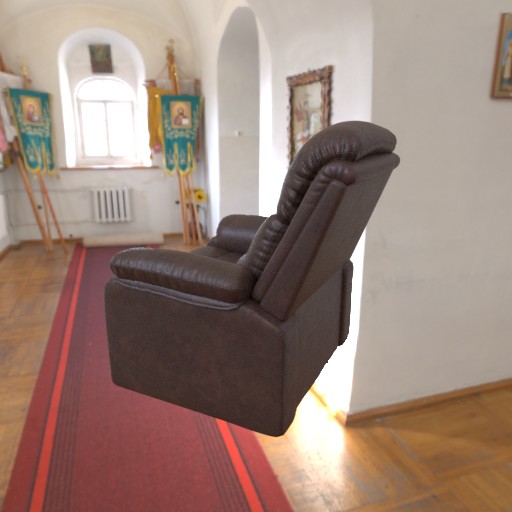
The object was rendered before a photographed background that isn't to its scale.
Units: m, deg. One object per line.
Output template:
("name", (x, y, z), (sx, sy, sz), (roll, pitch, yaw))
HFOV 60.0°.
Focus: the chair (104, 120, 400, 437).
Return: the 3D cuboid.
("chair", (0.000, 0.000, 1.707), (0.919, 0.992, 0.855), (8, 18, 25))
